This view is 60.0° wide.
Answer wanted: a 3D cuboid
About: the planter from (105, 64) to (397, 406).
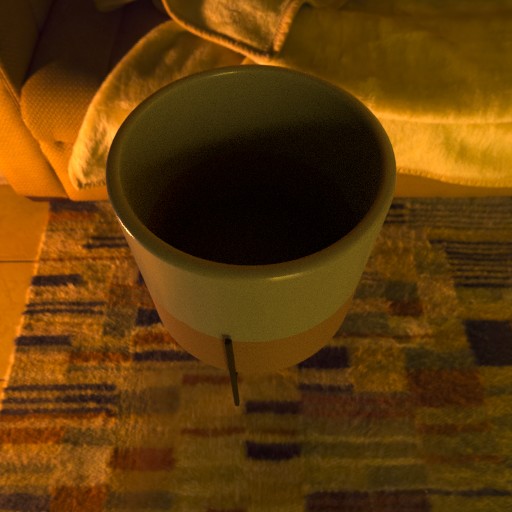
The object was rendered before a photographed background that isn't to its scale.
[{"bbox_3d":[0.000,0.000,0.731,0.360,0.480,0.348,-18,60,-11],"label":"planter"}]
